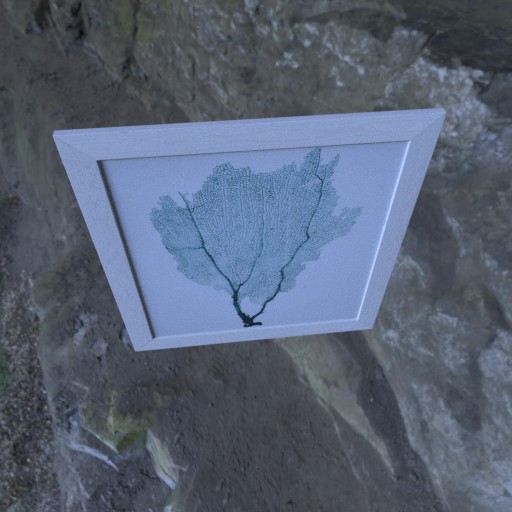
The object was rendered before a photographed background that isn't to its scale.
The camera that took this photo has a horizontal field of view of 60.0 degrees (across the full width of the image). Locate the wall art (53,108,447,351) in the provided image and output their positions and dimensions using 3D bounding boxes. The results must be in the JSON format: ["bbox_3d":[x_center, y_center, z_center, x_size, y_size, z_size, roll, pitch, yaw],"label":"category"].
[{"bbox_3d":[0.000,0.000,0.855,0.572,0.577,0.015,-5,47,-4],"label":"wall art"}]
